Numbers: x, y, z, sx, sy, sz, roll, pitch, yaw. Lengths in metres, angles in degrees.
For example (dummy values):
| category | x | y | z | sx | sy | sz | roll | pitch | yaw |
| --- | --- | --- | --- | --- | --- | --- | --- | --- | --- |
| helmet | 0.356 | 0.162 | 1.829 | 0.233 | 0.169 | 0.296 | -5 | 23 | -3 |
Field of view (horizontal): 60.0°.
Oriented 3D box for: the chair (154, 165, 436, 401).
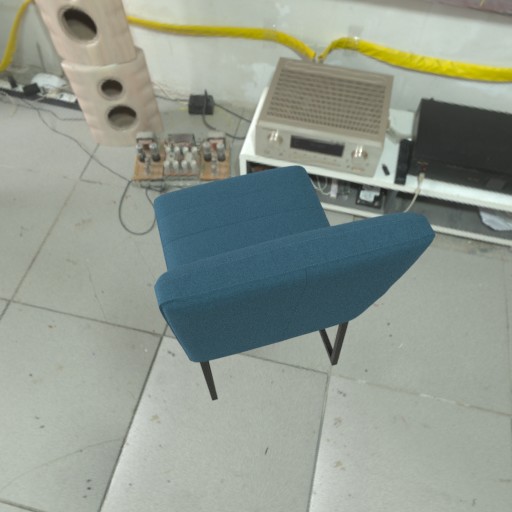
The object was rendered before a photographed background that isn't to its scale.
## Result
| category | x | y | z | sx | sy | sz | roll | pitch | yaw |
| --- | --- | --- | --- | --- | --- | --- | --- | --- | --- |
| chair | 0.000 | 0.000 | 1.291 | 0.520 | 0.930 | 0.634 | -14 | 61 | -8 |
